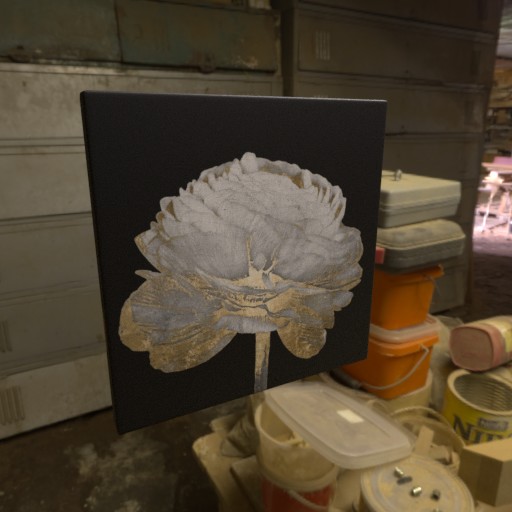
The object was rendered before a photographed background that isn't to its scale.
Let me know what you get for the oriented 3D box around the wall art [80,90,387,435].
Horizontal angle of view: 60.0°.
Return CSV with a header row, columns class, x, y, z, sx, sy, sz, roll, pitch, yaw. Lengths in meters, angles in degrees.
class,x,y,z,sx,sy,sz,roll,pitch,yaw
wall art,0.000,0.000,0.902,0.610,0.611,0.043,-9,18,-27
